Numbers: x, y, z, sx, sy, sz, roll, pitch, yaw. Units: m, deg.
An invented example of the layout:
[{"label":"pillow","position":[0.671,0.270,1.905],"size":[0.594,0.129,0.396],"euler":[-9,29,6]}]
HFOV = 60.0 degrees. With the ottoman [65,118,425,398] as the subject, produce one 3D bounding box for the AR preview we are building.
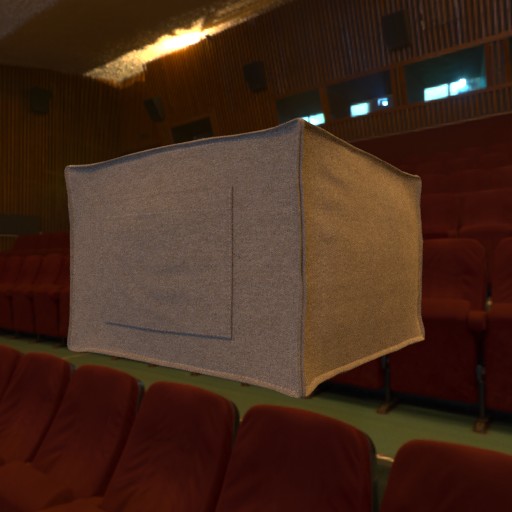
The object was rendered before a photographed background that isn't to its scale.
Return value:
[{"label":"ottoman","position":[0.000,0.000,1.158],"size":[0.707,0.470,0.696],"euler":[-1,-1,36]}]
